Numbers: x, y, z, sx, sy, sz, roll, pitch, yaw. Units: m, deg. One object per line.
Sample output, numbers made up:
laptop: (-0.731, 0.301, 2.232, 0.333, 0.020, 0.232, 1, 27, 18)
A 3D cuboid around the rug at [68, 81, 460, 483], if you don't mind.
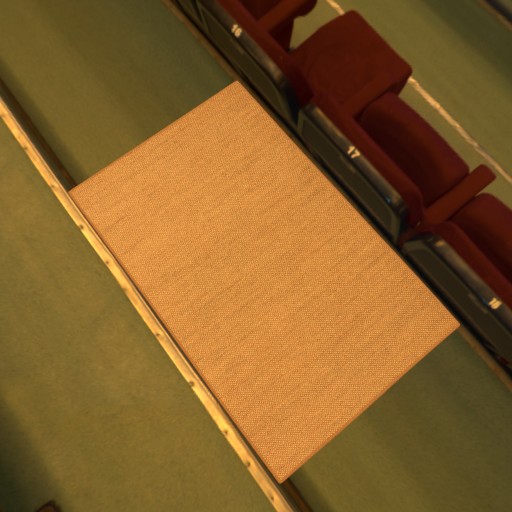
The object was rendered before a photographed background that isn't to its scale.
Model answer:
rug: (0.000, 0.000, 2.101, 1.061, 0.012, 1.668, -37, 77, -10)
